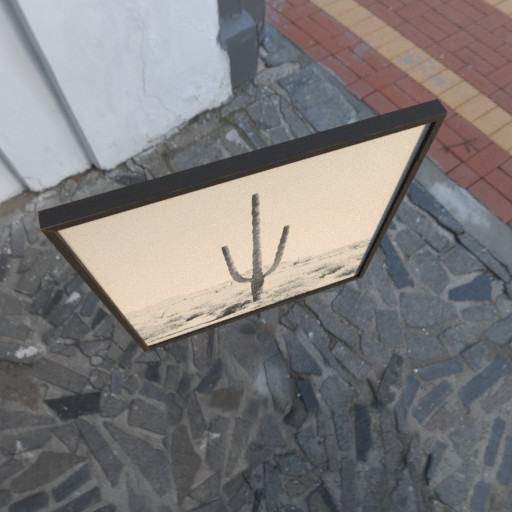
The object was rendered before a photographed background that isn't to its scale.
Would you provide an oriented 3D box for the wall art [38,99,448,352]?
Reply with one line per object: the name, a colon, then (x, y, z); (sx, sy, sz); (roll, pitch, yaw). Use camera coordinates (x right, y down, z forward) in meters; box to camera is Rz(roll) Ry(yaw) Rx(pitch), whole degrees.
wall art: (0.000, 0.000, 1.130); (0.762, 0.762, 0.038); (-18, 64, -9)
